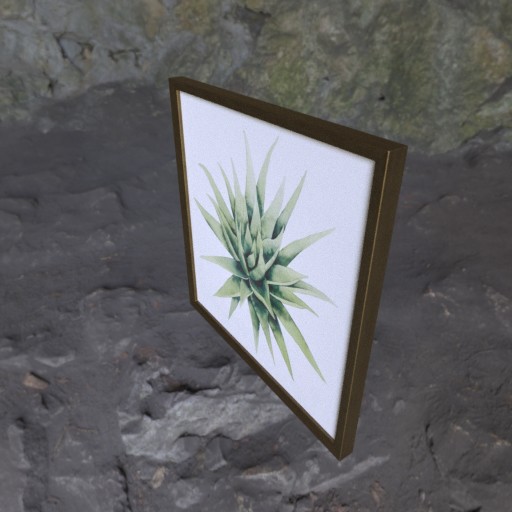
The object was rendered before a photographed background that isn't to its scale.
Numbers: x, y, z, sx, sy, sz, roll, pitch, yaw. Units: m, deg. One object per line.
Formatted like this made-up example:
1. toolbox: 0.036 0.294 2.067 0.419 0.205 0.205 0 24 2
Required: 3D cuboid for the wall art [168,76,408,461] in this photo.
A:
1. wall art: 0.000 0.000 0.756 0.030 0.506 0.503 -20 37 -29
